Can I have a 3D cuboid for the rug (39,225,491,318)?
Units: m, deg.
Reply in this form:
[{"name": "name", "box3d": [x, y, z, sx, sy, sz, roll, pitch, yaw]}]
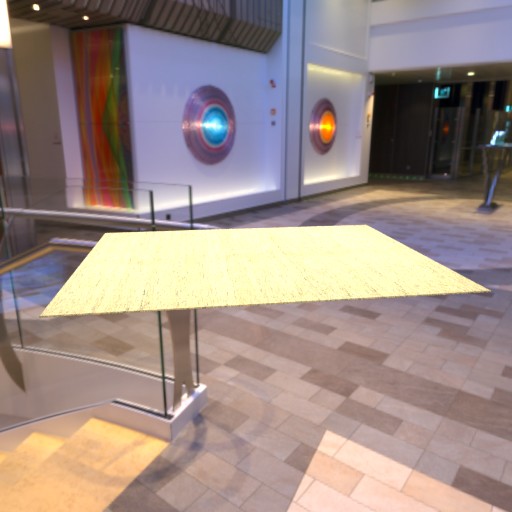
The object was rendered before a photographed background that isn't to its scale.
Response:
[{"name": "rug", "box3d": [0.000, 0.000, 4.249, 3.201, 0.014, 2.437, -2, 16, -8]}]
